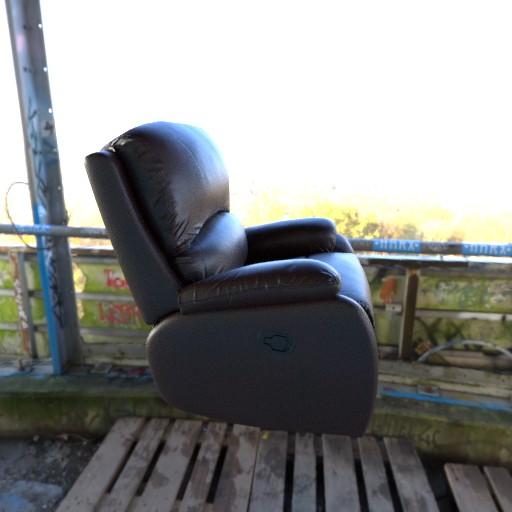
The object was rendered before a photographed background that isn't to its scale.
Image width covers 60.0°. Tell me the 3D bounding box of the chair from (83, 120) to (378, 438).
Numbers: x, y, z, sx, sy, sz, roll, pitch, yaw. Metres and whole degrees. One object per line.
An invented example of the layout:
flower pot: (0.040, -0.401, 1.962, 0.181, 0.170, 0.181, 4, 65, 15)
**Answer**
chair: (0.000, 0.000, 1.736, 0.899, 1.011, 0.930, 2, 16, 8)
